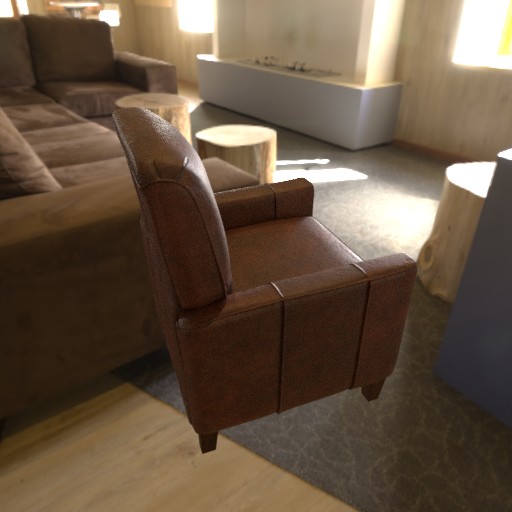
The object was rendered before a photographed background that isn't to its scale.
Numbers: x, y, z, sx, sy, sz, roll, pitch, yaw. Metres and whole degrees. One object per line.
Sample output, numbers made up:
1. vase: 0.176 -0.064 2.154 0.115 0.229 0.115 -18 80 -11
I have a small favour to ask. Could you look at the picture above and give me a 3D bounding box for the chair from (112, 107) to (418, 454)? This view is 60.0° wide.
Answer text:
1. chair: 0.000 0.000 1.656 0.836 1.043 0.843 -11 32 -18
